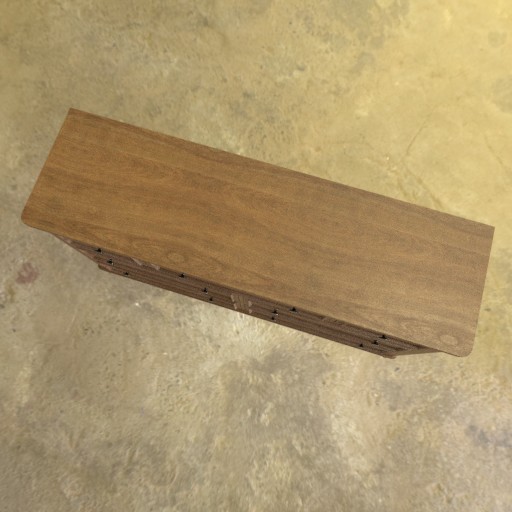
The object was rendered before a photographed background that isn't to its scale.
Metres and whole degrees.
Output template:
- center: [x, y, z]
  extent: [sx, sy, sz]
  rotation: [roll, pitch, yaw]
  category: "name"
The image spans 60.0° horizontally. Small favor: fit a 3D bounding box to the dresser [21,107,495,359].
- center: [0.000, 0.000, 1.963]
  extent: [1.583, 0.892, 0.468]
  rotation: [17, 77, 4]
  category: "dresser"
